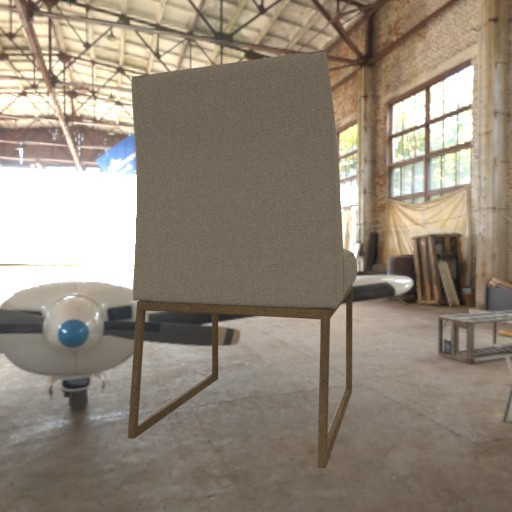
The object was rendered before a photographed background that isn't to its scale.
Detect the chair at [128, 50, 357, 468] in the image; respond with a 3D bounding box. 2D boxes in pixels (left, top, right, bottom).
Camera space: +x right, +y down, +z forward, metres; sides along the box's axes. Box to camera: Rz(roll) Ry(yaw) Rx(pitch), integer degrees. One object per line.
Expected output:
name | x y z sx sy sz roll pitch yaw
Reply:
chair | 0.000 0.000 1.224 0.508 0.863 0.522 0 1 18
